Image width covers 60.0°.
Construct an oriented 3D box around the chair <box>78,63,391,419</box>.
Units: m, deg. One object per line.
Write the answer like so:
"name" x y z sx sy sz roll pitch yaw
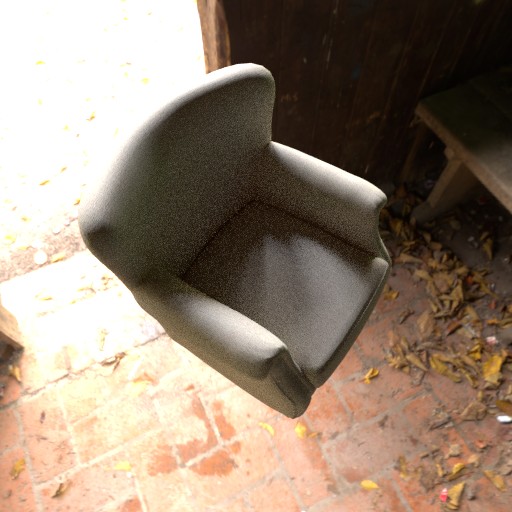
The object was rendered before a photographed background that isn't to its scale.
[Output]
"chair" 0.000 0.000 1.647 0.921 0.936 0.861 31 65 17
